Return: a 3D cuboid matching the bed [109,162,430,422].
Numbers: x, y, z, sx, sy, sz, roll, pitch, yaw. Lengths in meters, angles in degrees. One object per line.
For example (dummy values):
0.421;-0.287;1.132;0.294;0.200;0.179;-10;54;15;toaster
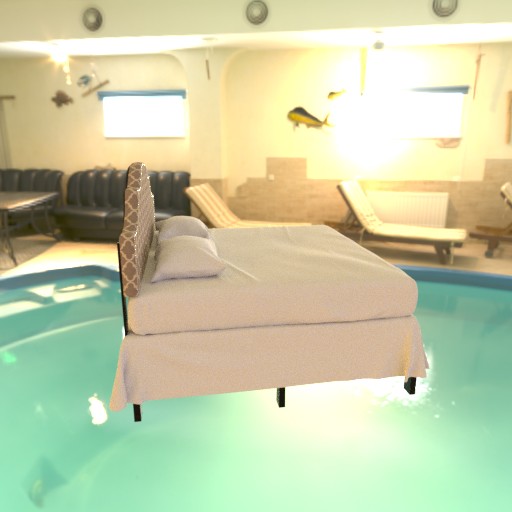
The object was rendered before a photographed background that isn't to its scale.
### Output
0.000;0.000;3.821;2.222;1.601;2.314;-2;16;-9;bed
